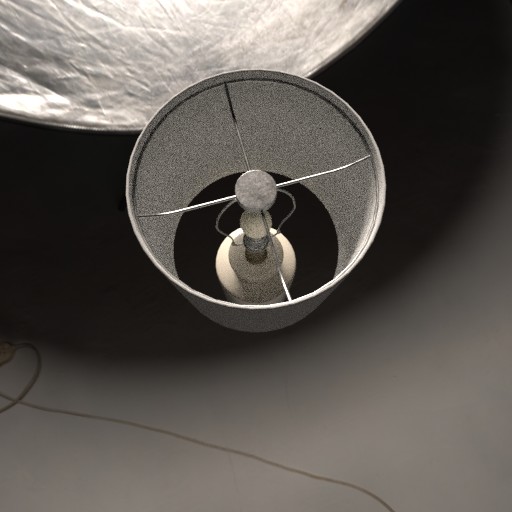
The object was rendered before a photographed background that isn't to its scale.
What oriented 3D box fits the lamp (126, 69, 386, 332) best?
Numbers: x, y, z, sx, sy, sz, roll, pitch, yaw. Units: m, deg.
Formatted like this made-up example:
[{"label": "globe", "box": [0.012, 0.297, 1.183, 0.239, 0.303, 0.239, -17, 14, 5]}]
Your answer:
[{"label": "lamp", "box": [0.000, 0.000, 0.599, 0.212, 0.493, 0.212, -15, 76, -4]}]
